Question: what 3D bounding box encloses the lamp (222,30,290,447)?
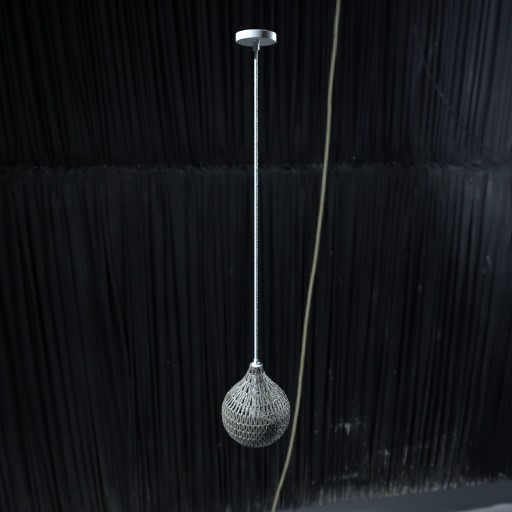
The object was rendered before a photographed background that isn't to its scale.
[{"bbox_3d":[0.000,0.000,2.099,0.355,1.919,0.355,-2,15,-9],"label":"lamp"}]
